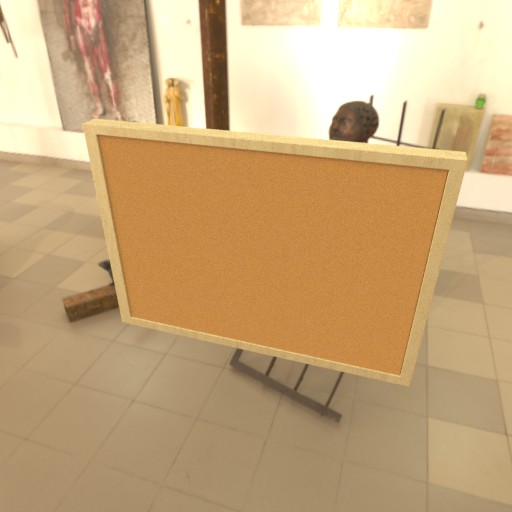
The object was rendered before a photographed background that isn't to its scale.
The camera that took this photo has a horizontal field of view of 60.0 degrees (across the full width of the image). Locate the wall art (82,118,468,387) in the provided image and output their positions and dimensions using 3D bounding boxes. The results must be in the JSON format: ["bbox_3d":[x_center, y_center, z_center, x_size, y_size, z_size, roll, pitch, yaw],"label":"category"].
[{"bbox_3d":[0.000,0.000,0.701,0.532,0.380,0.032,9,33,15],"label":"wall art"}]
